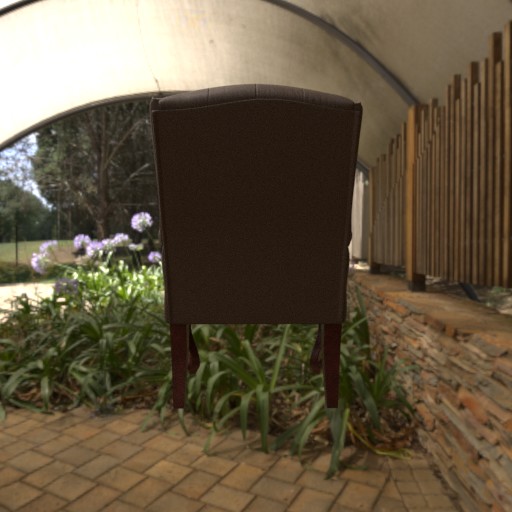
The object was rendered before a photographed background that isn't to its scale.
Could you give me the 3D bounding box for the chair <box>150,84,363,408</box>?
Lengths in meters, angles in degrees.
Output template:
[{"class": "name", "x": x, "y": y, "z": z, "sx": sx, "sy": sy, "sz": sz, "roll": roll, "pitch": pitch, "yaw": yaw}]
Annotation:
[{"class": "chair", "x": 0.000, "y": 0.000, "z": 1.792, "sx": 0.829, "sy": 1.132, "sz": 0.819, "roll": 0, "pitch": 1, "yaw": 0}]
